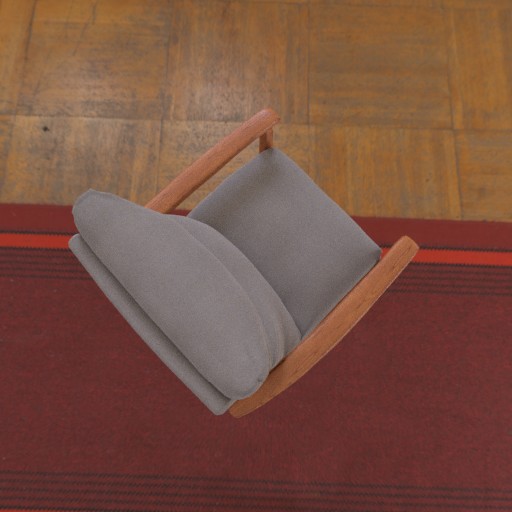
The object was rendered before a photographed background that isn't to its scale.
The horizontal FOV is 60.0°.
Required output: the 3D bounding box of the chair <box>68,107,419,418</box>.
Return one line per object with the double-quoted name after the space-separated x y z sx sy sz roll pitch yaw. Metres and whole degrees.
0.000 0.000 1.507 0.816 0.922 0.782 -42 80 -10 "chair"
